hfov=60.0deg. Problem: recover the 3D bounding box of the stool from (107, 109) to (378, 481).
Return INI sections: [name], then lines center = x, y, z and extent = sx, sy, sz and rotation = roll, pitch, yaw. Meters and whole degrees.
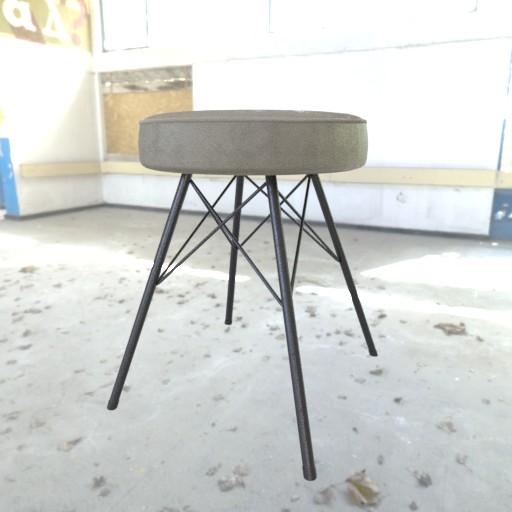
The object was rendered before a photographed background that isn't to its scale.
[stool]
center = 0.000, 0.000, 0.877
extent = 0.423, 0.538, 0.457
rotation = 7, 17, 26
